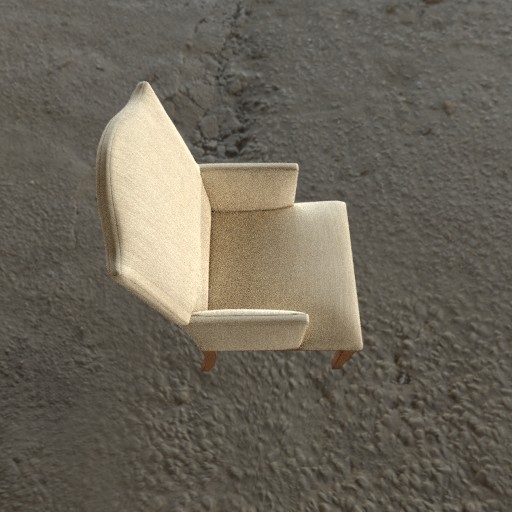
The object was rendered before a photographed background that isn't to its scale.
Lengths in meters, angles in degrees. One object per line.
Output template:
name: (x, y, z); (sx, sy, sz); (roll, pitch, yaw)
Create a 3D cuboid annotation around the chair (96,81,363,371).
chair: (0.000, 0.000, 1.338); (0.641, 1.016, 0.533); (-1, 64, 0)
